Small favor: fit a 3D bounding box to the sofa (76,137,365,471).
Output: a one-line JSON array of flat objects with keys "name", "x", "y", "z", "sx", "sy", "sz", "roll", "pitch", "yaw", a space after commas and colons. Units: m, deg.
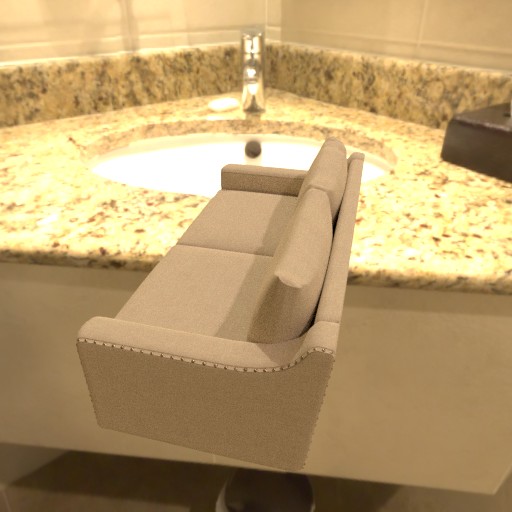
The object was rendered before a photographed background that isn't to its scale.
[{"name": "sofa", "x": 0.000, "y": 0.000, "z": 2.658, "sx": 1.104, "sy": 0.983, "sz": 2.107, "roll": 8, "pitch": 33, "yaw": 12}]
